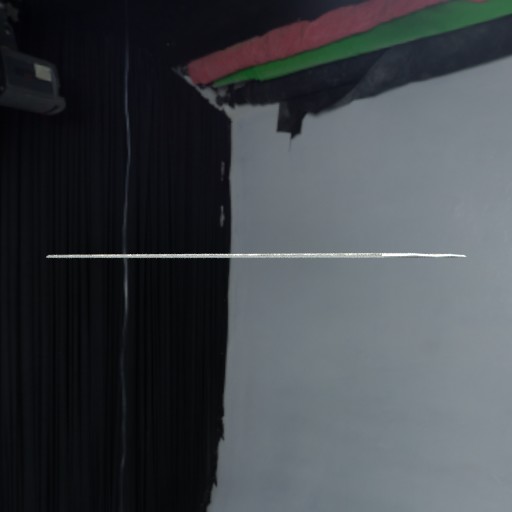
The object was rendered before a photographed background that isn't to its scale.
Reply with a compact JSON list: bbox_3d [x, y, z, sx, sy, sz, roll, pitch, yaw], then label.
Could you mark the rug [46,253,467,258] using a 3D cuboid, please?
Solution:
[{"bbox_3d":[0.000,0.000,3.733,2.901,0.026,2.043,0,0,35],"label":"rug"}]
